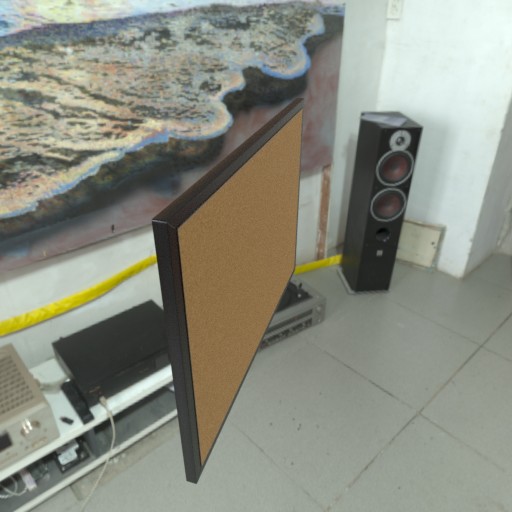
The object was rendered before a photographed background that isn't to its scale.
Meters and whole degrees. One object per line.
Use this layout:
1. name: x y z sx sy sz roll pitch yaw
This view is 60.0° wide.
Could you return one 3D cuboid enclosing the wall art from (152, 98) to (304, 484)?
1. wall art: 0.000 0.000 0.568 0.013 0.306 0.440 9 32 15
